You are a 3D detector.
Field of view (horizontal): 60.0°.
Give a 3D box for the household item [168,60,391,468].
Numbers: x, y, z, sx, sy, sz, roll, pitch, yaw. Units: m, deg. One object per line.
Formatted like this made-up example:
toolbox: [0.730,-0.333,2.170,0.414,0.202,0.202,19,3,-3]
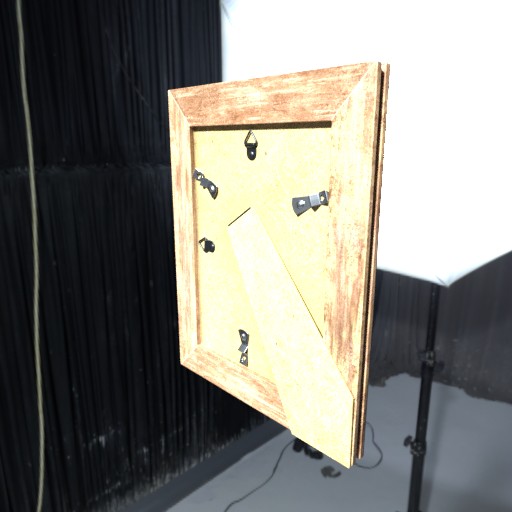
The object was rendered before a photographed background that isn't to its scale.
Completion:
household item: [0.000,0.000,0.318,0.018,0.237,0.186,-14,20,-42]
